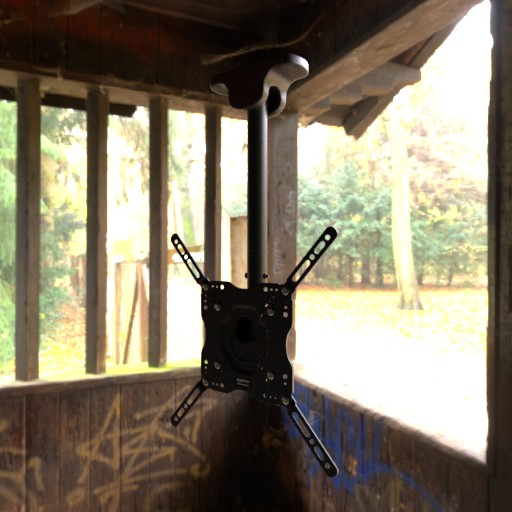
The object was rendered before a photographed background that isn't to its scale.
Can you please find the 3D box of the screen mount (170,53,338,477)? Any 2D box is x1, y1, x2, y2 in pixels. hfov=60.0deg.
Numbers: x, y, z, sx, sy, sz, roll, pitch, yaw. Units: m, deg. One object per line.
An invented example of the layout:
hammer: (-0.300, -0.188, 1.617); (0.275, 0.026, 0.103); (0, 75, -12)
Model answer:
screen mount: (0.000, 0.000, 0.874); (0.393, 0.729, 0.090); (0, 0, 36)
